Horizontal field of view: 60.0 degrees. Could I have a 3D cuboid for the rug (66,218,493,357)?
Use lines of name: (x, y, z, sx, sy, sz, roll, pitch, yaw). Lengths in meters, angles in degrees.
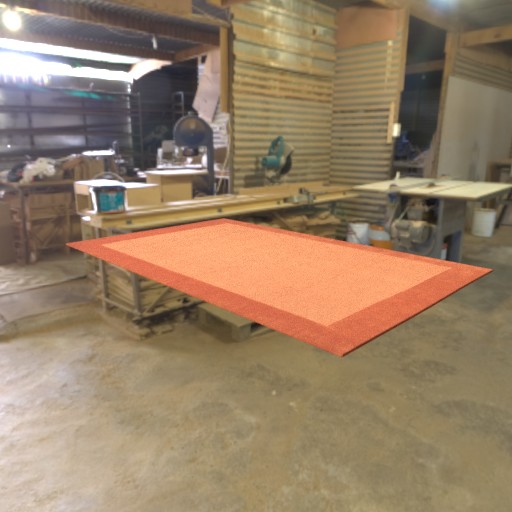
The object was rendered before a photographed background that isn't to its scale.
rug: (0.000, 0.000, 2.933, 1.524, 0.014, 2.438, -14, 20, -43)
